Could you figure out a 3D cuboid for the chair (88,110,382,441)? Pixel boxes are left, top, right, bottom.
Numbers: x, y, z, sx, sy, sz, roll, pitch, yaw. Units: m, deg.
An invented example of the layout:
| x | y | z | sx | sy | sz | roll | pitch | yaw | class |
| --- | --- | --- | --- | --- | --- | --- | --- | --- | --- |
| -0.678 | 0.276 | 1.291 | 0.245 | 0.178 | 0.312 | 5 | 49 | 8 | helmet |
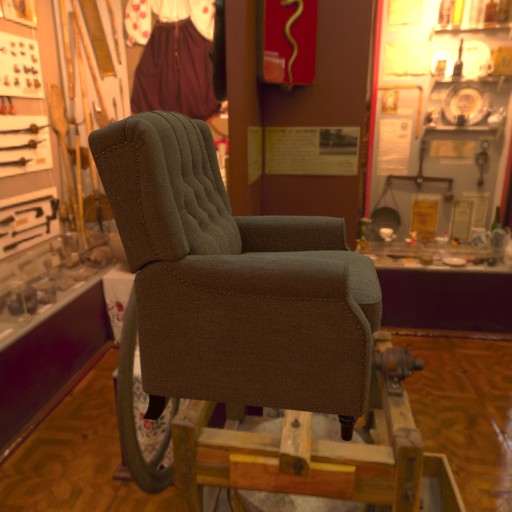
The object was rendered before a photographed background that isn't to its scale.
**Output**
| x | y | z | sx | sy | sz | roll | pitch | yaw | class |
| --- | --- | --- | --- | --- | --- | --- | --- | --- | --- |
| 0.000 | 0.000 | 1.651 | 0.898 | 1.035 | 0.742 | 3 | 17 | 9 | chair |
